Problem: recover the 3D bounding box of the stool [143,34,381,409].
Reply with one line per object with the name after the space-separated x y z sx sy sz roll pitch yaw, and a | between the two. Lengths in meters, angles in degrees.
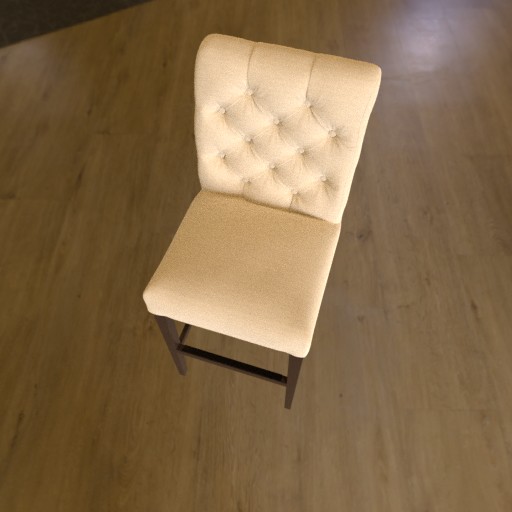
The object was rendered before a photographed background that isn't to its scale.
0.000 0.000 1.435 0.482 1.118 0.610 15 58 10 | stool
